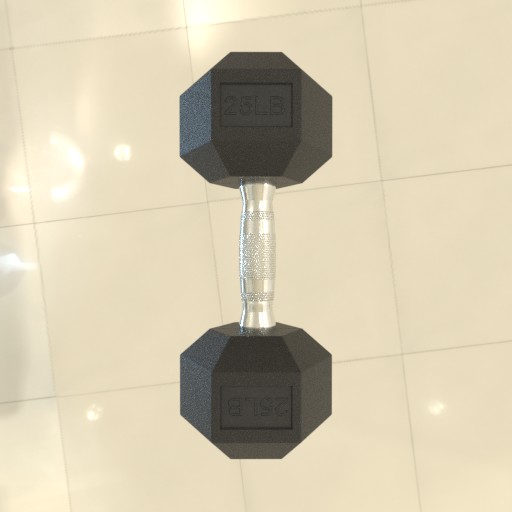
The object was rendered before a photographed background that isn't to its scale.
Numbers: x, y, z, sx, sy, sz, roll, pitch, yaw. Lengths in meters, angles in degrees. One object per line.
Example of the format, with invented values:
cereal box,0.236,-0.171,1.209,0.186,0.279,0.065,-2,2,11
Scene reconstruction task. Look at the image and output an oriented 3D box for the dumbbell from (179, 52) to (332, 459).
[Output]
dumbbell,0.000,0.000,0.377,0.129,0.113,0.315,0,91,0
